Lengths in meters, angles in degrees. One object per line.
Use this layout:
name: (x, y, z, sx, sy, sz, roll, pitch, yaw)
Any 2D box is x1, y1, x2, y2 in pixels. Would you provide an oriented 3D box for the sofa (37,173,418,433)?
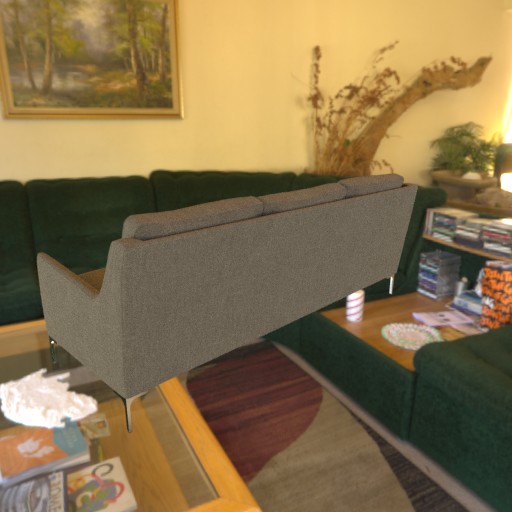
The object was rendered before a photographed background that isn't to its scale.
sofa: (0.000, 0.000, 2.467, 0.849, 0.837, 2.060, 16, 23, 43)
